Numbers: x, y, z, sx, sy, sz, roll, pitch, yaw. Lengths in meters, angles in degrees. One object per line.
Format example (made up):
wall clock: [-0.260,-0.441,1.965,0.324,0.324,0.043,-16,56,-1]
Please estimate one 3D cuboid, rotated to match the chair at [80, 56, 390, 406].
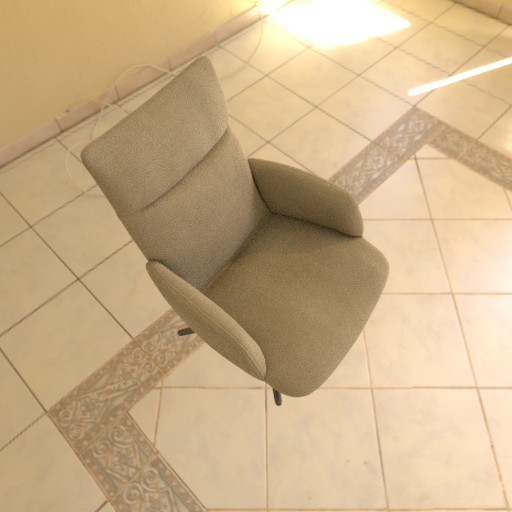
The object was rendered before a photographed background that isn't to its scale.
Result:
chair: [0.000,0.000,1.593,0.889,1.016,0.711,31,63,18]
